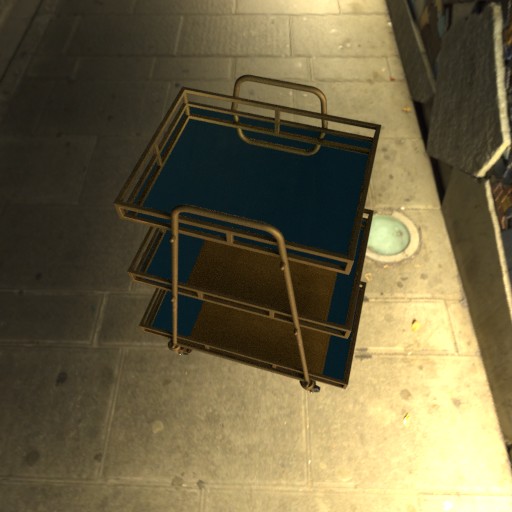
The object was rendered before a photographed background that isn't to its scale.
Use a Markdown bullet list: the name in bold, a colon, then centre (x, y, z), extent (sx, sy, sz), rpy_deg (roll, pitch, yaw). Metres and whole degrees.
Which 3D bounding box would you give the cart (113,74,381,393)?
- **cart**: centre (0.000, 0.000, 1.274), extent (0.711, 0.883, 0.441), rpy_deg (14, 59, 9)
